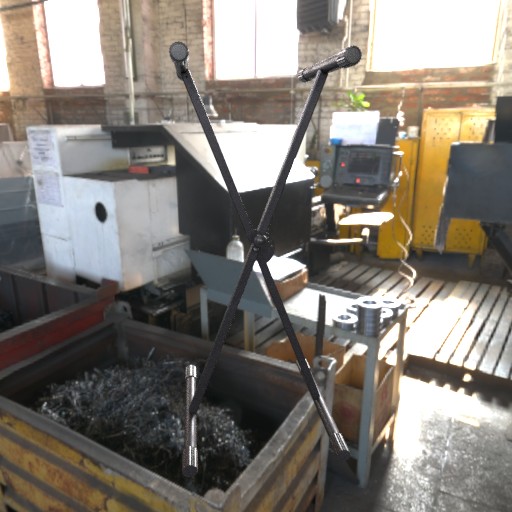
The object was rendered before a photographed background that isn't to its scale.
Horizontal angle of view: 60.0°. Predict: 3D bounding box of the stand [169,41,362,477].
[{"bbox_3d":[0.000,0.000,1.143,0.409,0.940,0.449,-2,17,-7],"label":"stand"}]
